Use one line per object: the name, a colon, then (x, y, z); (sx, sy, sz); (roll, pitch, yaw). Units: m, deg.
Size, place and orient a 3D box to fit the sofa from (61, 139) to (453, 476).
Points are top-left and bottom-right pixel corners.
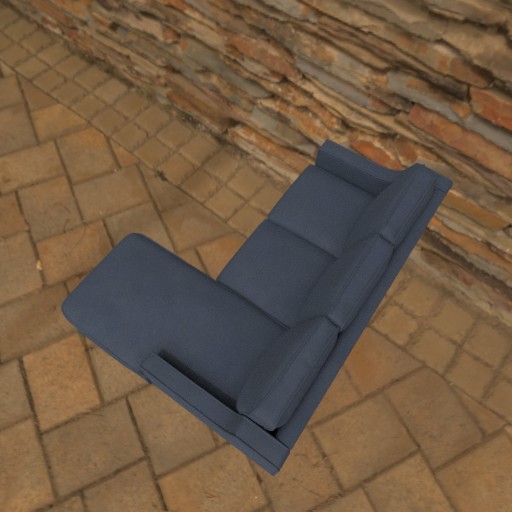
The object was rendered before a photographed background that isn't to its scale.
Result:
sofa: (0.000, 0.000, 3.279); (1.858, 1.066, 2.317); (31, 66, 16)
